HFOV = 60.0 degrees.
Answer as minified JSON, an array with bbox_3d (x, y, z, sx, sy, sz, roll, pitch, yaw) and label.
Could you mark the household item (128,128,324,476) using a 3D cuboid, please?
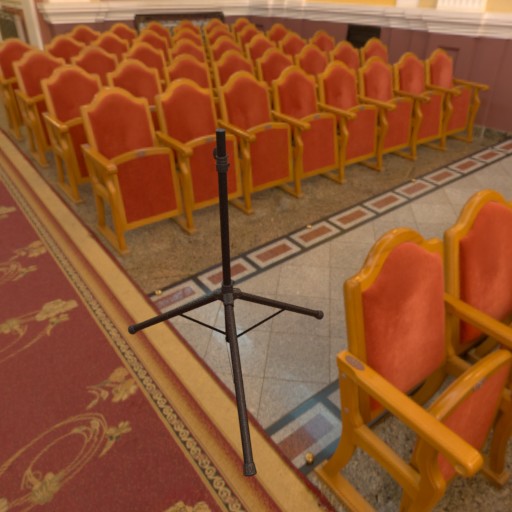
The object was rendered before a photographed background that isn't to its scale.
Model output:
[{"bbox_3d":[0.000,0.000,1.895,0.907,1.136,1.045,-22,38,-30],"label":"household item"}]
